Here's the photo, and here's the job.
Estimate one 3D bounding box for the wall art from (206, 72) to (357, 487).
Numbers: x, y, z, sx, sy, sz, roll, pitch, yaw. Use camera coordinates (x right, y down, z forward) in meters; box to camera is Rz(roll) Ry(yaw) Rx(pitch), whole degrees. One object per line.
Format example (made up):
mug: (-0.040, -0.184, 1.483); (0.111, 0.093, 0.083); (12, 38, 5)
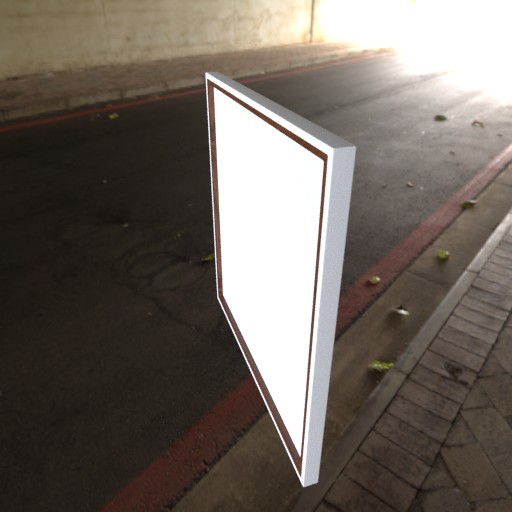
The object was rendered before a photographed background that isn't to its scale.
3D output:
wall art: (0.000, 0.000, 1.467); (0.049, 1.009, 1.009); (-10, 31, -16)
